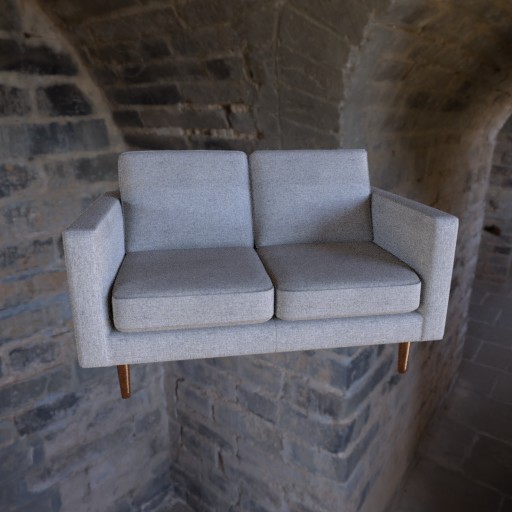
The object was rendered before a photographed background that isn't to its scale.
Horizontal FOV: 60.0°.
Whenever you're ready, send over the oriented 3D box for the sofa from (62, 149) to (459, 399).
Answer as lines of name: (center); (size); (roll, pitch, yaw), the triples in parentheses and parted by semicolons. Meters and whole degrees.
sofa: (0.000, 0.000, 2.157); (1.527, 0.973, 0.969); (-3, 17, -9)
